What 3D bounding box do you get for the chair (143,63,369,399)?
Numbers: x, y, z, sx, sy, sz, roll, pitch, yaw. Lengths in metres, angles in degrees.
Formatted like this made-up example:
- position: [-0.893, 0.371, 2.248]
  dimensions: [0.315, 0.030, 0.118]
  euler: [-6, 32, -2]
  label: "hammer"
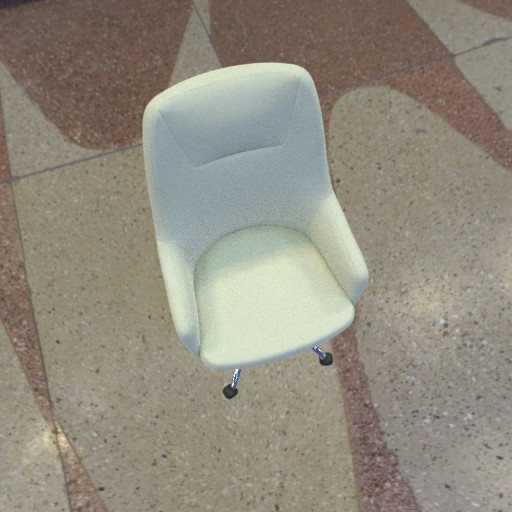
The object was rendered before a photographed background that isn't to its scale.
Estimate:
- position: [0.000, 0.000, 1.446]
  dimensions: [0.620, 1.049, 0.640]
  euler: [-16, 64, -8]
  label: "chair"
